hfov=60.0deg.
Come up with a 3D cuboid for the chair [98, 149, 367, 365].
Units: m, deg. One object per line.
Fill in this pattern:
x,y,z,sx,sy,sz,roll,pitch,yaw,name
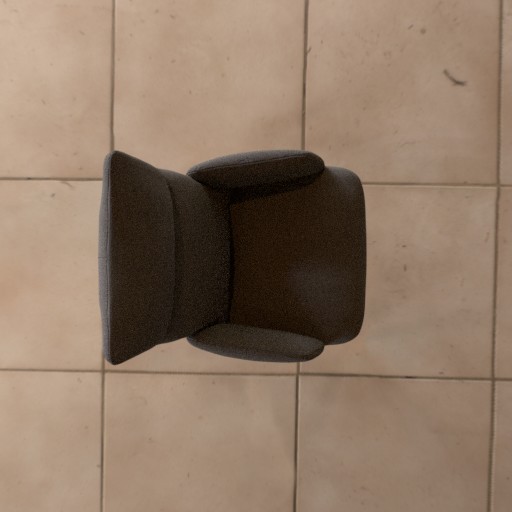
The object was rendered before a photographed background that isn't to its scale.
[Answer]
0.000,0.000,1.566,0.831,0.984,0.702,0,90,0,chair
